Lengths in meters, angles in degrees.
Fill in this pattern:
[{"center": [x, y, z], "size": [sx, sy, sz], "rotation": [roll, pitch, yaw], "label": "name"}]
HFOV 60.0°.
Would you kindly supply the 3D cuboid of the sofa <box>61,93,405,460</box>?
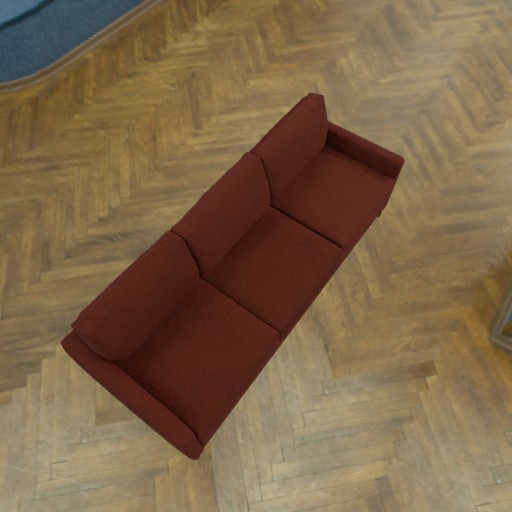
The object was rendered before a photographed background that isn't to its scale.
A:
[{"center": [0.000, 0.000, 2.748], "size": [0.875, 0.879, 2.252], "rotation": [33, 64, 18], "label": "sofa"}]
